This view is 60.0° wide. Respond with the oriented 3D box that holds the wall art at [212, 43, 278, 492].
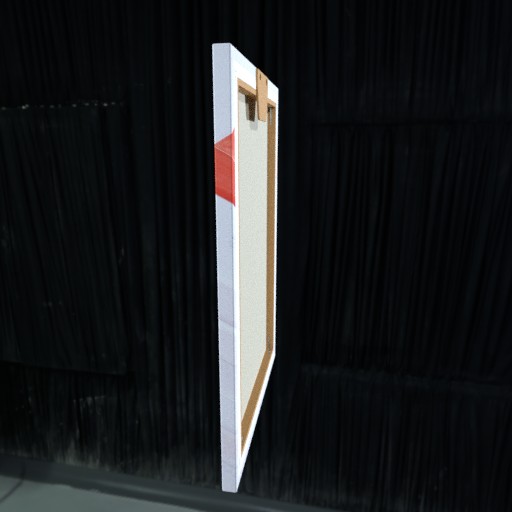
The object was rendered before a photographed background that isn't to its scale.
[{"bbox_3d":[0.000,0.000,1.097,0.036,0.848,0.613,2,15,9],"label":"wall art"}]
